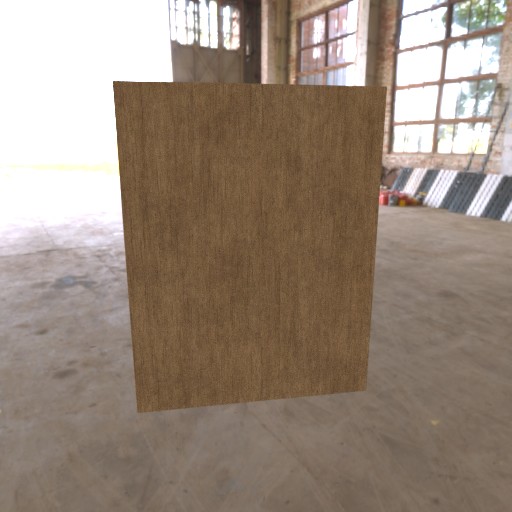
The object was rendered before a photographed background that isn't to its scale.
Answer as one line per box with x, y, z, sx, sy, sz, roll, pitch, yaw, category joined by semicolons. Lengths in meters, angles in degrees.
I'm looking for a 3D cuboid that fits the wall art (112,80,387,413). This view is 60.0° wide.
0.000;0.000;0.942;0.534;0.686;0.018;-2;15;-10;wall art
